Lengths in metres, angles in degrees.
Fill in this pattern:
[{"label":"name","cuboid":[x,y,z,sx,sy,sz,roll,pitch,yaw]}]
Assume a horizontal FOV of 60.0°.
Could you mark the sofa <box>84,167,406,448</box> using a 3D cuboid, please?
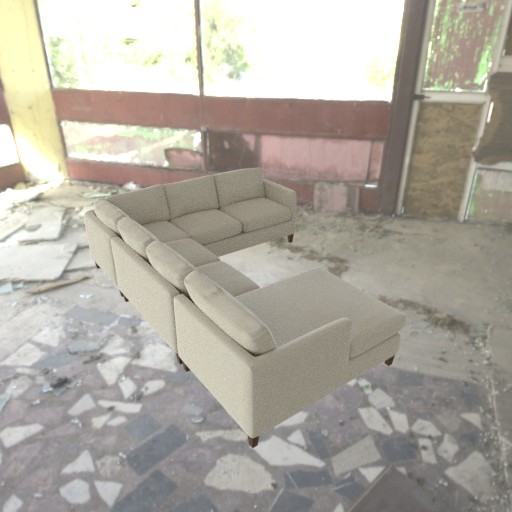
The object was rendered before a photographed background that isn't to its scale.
[{"label":"sofa","cuboid":[0.000,0.000,4.766,2.593,0.956,3.459,-18,32,-32]}]
